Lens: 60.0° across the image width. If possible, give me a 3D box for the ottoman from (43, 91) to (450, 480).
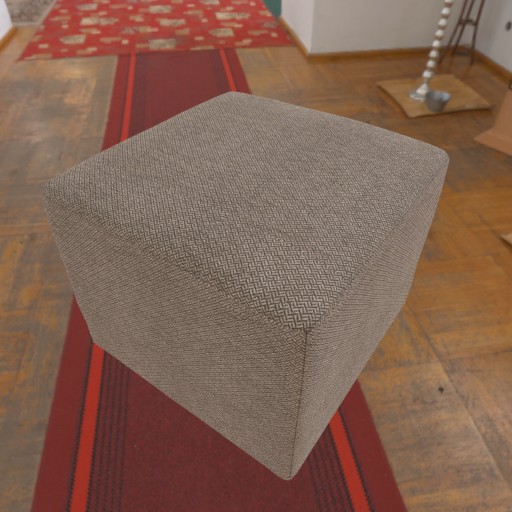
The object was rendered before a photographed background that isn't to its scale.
[{"bbox_3d":[0.000,0.000,0.870,0.512,0.453,0.519,25,47,26],"label":"ottoman"}]
